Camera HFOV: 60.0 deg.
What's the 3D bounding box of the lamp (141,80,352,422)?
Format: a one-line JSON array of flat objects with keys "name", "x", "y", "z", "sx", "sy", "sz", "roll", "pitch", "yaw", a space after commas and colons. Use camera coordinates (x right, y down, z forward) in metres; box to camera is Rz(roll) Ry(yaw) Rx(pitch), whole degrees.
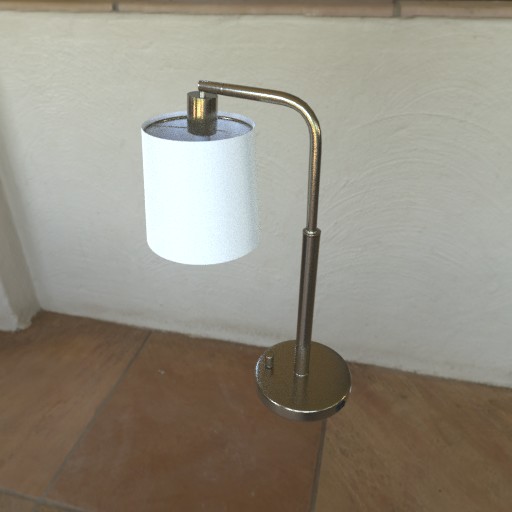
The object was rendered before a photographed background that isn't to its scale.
[{"name": "lamp", "x": 0.000, "y": 0.000, "z": 0.662, "sx": 0.333, "sy": 0.489, "sz": 0.171, "roll": 9, "pitch": 33, "yaw": 15}]
